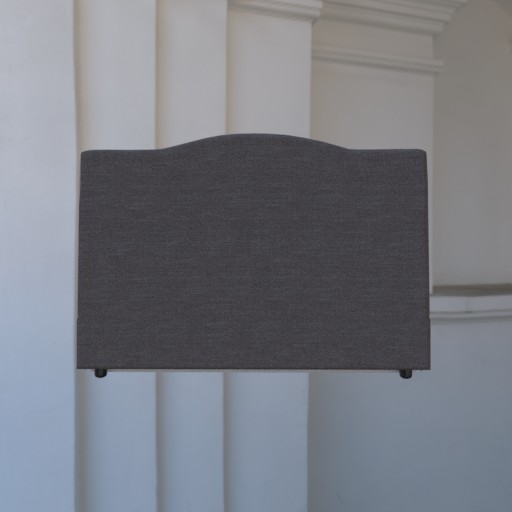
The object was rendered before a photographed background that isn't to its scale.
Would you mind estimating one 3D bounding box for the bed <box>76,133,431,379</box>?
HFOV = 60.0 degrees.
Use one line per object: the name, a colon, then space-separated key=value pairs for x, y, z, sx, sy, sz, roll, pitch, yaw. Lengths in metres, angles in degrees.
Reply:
bed: x=0.000 y=0.000 z=3.939 sx=2.161 sy=1.457 sz=2.689 roll=0 pitch=0 yaw=1
